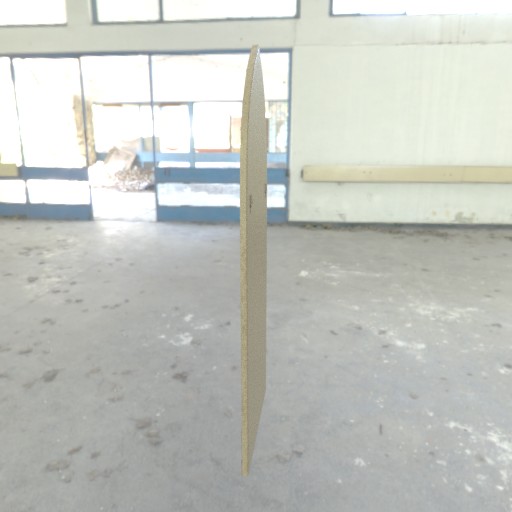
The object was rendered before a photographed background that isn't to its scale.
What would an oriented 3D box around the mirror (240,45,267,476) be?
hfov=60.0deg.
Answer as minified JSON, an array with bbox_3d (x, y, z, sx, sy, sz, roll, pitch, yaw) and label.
[{"bbox_3d":[0.000,0.000,1.338,0.025,1.175,0.464,2,14,7],"label":"mirror"}]
